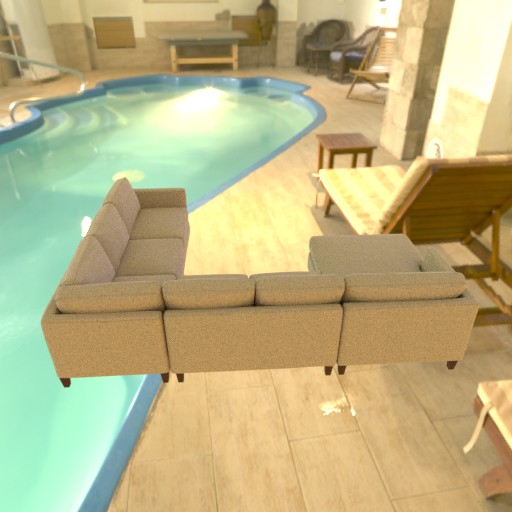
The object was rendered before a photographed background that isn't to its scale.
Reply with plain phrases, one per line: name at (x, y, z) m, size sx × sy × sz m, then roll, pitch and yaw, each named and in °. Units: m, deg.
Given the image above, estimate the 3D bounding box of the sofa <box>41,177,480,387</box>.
sofa at (0.000, 0.000, 4.626) m, size 3.460 × 0.959 × 2.593 m, roll -2°, pitch 31°, yaw -3°
